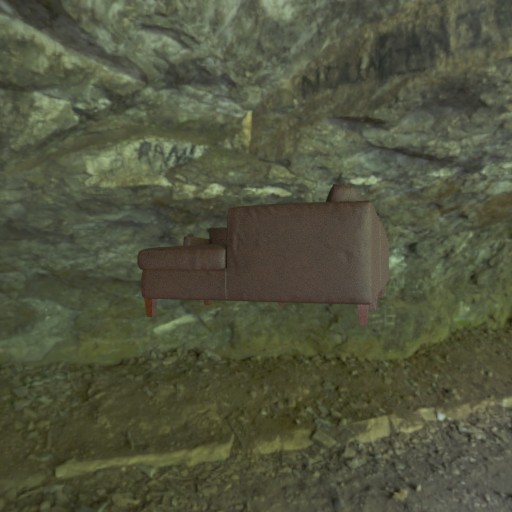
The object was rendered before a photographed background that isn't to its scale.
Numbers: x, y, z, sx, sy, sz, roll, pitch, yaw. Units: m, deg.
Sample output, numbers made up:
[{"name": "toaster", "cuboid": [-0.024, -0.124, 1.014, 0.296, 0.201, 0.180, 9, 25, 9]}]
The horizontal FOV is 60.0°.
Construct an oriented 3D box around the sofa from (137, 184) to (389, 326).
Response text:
[{"name": "sofa", "cuboid": [0.000, 0.000, 4.640, 2.593, 0.923, 3.460, 0, -1, 18]}]
